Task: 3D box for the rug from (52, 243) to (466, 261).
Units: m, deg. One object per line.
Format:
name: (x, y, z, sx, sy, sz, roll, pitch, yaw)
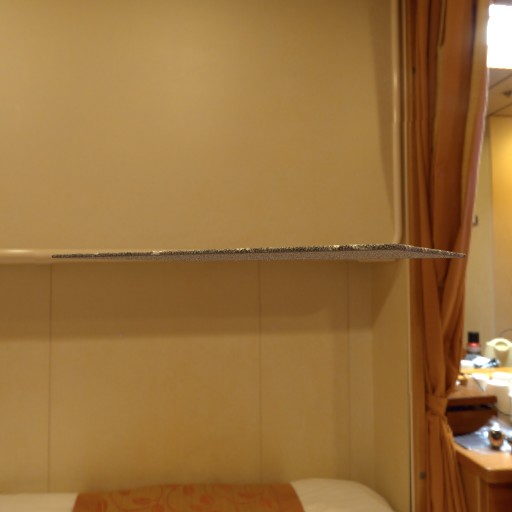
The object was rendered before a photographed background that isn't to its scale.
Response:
rug: (0.000, 0.000, 3.476, 2.743, 0.030, 1.778, -1, -2, 35)
